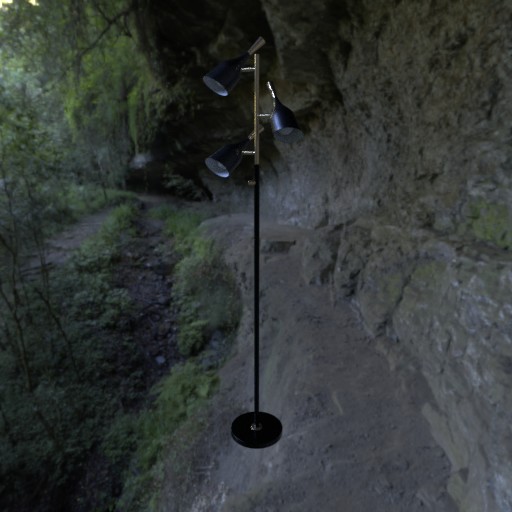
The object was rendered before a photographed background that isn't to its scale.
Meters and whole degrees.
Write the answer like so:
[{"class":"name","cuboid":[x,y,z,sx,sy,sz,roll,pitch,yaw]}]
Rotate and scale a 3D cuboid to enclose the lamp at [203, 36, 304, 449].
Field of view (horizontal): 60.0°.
[{"class":"lamp","cuboid":[0.000,0.000,1.938,0.434,1.778,0.253,8,17,26]}]
